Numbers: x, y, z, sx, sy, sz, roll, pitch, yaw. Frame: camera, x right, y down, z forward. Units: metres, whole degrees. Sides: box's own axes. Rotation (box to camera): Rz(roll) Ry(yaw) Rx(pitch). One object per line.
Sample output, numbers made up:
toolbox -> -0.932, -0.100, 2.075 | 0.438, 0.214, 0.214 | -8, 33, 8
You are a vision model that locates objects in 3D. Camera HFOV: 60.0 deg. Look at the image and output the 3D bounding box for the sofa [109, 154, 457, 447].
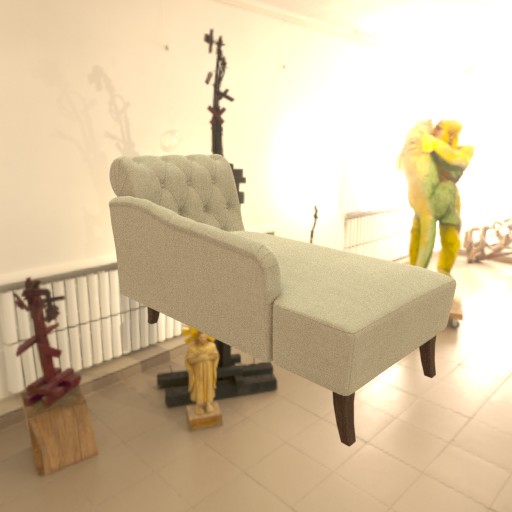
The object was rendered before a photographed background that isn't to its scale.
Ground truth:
sofa -> 0.000, 0.000, 1.818 | 0.675, 0.787, 1.379 | -14, 20, -43
